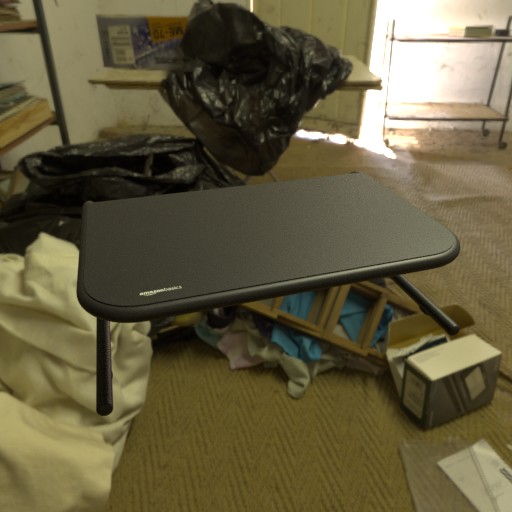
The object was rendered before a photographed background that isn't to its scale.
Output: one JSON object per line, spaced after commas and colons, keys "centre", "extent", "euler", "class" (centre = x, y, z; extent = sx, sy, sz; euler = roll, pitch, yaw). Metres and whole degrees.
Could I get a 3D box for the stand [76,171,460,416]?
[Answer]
{"centre": [0.000, 0.000, 0.514], "extent": [0.370, 0.108, 0.280], "euler": [-9, 32, -15], "class": "stand"}
